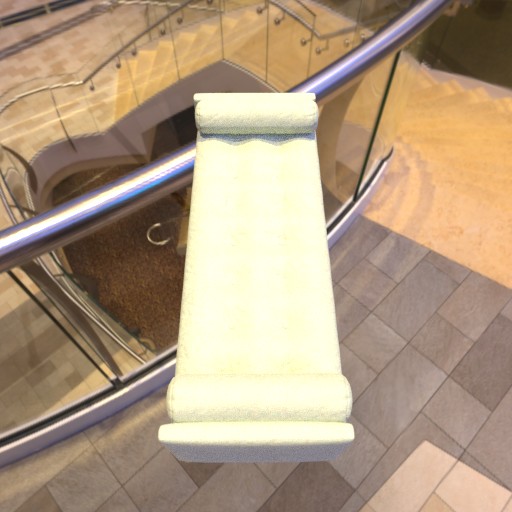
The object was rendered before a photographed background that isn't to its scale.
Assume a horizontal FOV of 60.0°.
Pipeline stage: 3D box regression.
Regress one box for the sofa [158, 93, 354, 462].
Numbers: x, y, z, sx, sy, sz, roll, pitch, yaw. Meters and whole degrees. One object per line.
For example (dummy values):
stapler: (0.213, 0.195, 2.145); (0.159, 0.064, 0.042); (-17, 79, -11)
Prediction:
sofa: (0.000, 0.000, 2.521); (0.796, 0.705, 2.102); (0, 58, 0)
